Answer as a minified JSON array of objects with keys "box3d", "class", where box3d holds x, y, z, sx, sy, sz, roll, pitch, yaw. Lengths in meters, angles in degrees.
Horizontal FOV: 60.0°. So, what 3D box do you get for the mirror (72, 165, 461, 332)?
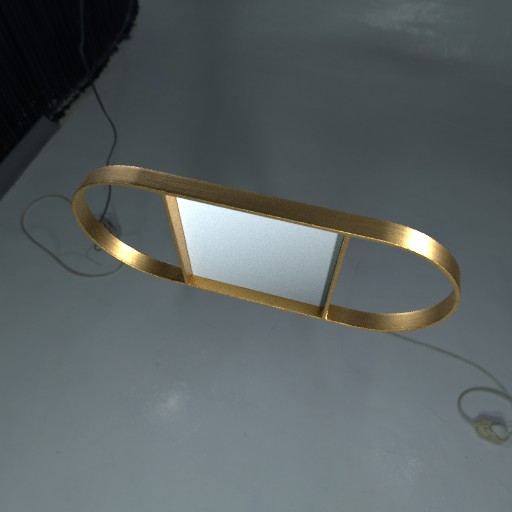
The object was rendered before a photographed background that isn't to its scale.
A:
[{"box3d":[0.000,0.000,0.670,0.584,0.254,0.032,13,58,8],"class":"mirror"}]
